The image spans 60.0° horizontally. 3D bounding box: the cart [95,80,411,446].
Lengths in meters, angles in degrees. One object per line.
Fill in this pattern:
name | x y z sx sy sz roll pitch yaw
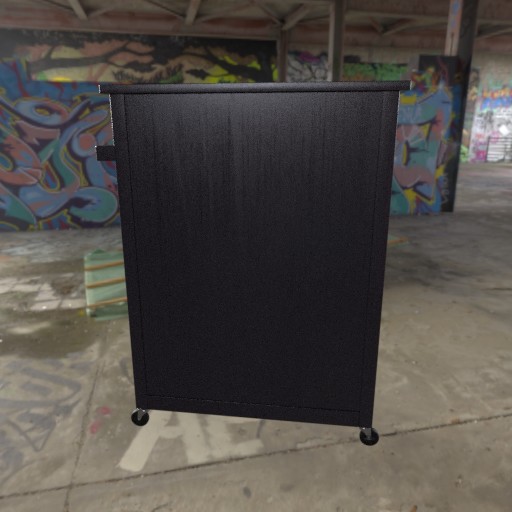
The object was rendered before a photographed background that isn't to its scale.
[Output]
cart | 0.000 0.000 1.260 0.690 0.878 0.449 2 16 7
